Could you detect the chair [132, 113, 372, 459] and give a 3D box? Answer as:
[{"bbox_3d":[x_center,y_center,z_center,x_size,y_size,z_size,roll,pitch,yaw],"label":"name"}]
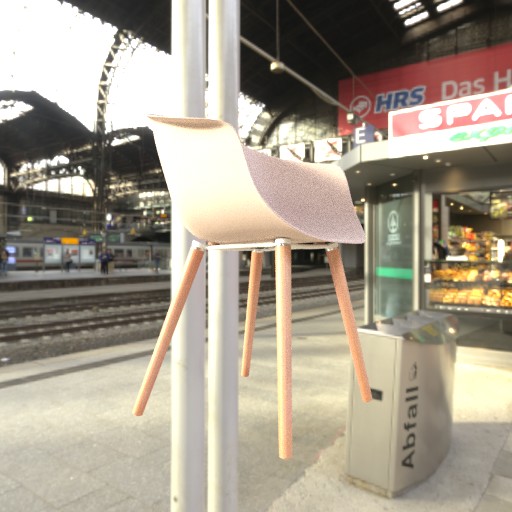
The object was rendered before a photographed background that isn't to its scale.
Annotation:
[{"bbox_3d":[0.000,0.000,1.146,0.504,0.781,0.593,0,0,36],"label":"chair"}]
